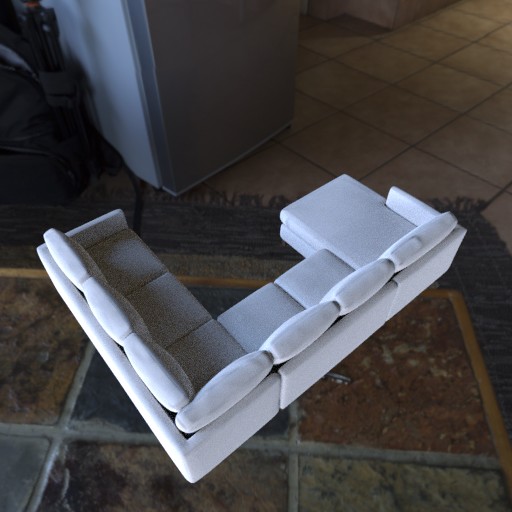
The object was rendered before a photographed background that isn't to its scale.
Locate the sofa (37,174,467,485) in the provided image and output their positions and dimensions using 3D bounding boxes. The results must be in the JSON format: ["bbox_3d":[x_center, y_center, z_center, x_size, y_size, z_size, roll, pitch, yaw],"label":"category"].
[{"bbox_3d":[0.000,0.000,4.543,3.459,0.956,2.593,-32,55,-26],"label":"sofa"}]
